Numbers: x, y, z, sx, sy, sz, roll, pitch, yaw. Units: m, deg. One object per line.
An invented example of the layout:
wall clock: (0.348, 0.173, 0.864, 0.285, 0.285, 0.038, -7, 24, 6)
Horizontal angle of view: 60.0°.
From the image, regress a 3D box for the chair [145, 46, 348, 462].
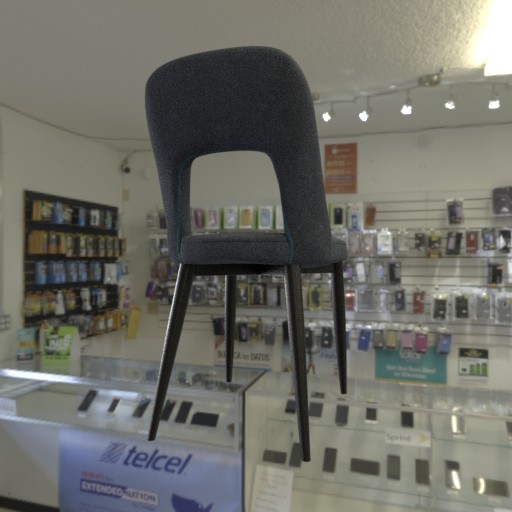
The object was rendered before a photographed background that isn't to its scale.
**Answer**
chair: (0.000, 0.000, 1.269, 0.470, 0.931, 0.612, 0, 0, 19)
